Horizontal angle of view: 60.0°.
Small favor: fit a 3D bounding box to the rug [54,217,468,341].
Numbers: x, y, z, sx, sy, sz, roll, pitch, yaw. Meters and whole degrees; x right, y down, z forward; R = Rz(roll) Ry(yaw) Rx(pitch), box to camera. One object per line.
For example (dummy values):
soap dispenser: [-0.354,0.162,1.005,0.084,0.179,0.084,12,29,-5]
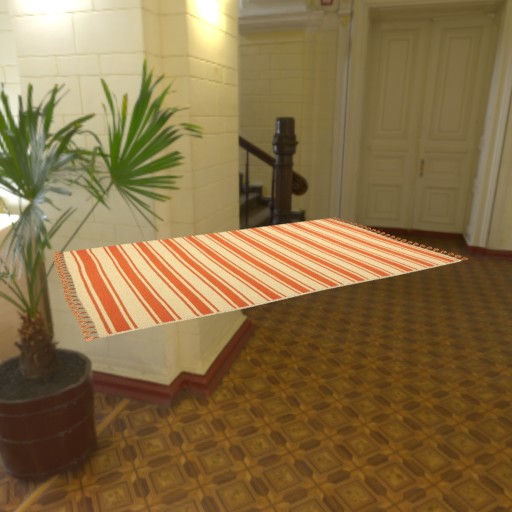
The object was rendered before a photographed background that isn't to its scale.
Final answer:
rug: [0.000,0.000,2.569,2.092,0.017,1.232,-9,20,-26]
